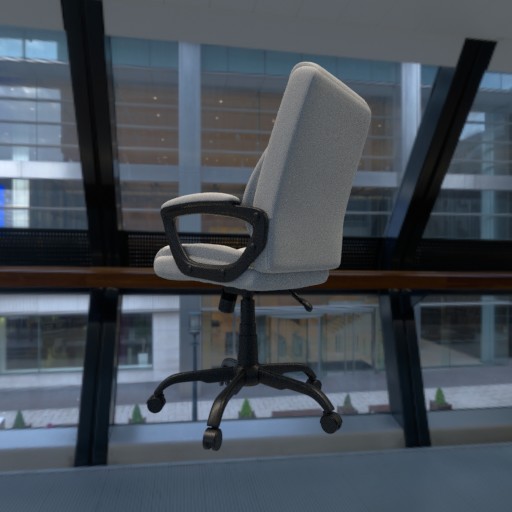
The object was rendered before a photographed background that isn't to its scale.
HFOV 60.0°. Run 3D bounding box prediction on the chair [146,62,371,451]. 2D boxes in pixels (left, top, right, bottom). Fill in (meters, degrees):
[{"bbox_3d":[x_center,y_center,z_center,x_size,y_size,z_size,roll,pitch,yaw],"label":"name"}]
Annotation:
[{"bbox_3d":[0.000,0.000,1.500,0.669,1.065,0.663,0,0,35],"label":"chair"}]
